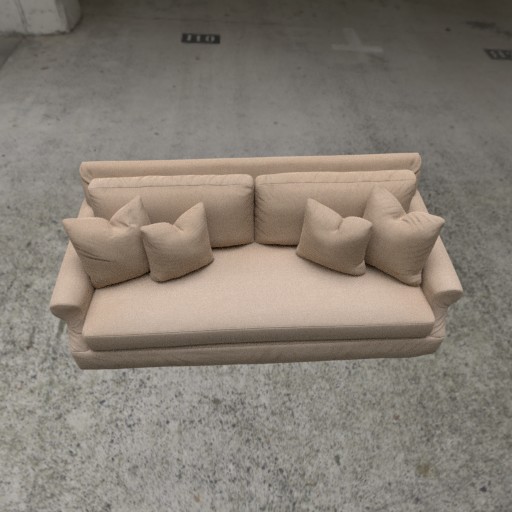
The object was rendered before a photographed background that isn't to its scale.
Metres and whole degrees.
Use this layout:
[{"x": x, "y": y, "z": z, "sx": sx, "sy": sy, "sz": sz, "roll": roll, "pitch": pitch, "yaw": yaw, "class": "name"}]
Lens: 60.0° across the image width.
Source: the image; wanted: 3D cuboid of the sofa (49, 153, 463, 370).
[{"x": 0.000, "y": 0.000, "z": 2.737, "sx": 2.285, "sy": 0.904, "sz": 1.067, "roll": -2, "pitch": 47, "yaw": -2, "class": "sofa"}]
